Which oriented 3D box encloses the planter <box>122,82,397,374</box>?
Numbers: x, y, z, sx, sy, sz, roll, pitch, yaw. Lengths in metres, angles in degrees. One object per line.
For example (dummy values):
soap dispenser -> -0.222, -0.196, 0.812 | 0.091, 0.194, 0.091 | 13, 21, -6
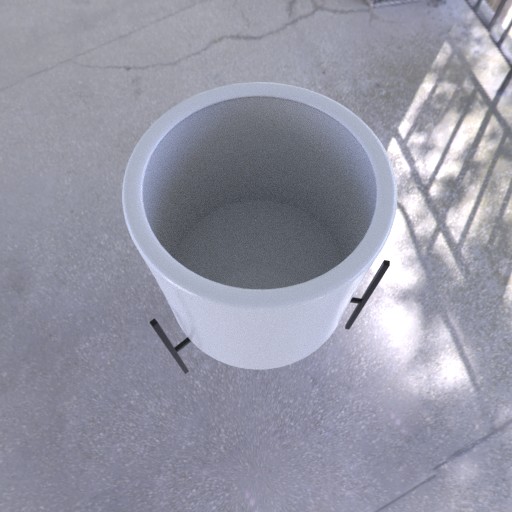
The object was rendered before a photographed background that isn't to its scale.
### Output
planter -> 0.000, 0.000, 0.750 | 0.360, 0.480, 0.361 | -14, 64, -7
